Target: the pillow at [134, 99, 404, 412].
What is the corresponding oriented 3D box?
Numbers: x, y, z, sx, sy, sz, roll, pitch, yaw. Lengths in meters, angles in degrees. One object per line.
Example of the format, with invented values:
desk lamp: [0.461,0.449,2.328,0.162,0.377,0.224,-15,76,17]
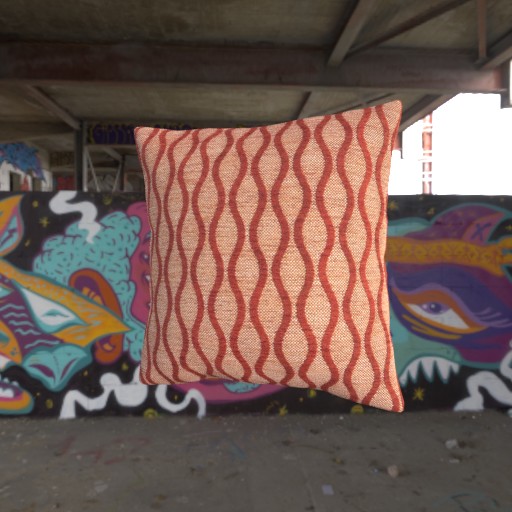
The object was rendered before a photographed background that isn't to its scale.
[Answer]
pillow: [0.000,0.000,0.673,0.429,0.434,0.159,0,1,17]
